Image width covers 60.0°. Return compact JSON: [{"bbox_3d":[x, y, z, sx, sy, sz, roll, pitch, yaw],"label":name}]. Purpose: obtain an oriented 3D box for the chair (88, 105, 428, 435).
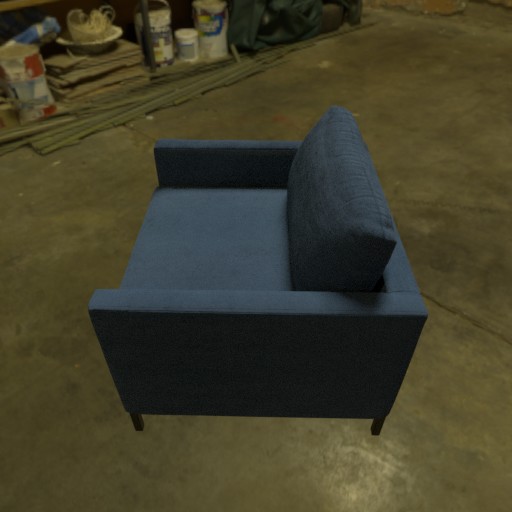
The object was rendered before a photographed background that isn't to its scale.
[{"bbox_3d":[0.000,0.000,1.577,0.875,0.812,0.964,1,41,1],"label":"chair"}]
